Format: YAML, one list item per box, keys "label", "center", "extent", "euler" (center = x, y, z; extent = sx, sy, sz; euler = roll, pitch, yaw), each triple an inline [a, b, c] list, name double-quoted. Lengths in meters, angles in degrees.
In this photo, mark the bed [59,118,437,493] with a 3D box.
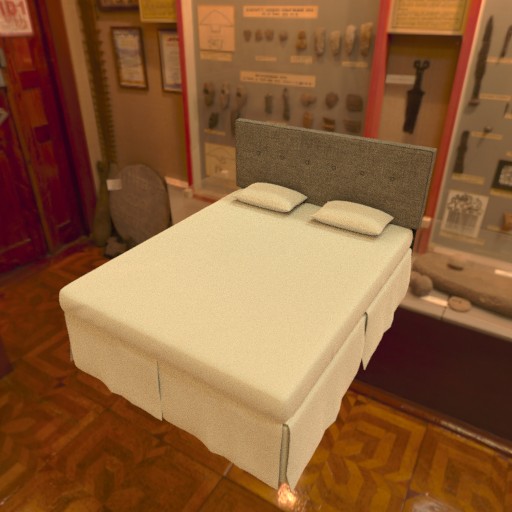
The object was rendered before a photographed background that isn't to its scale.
- label: "bed"
  center: [0.000, 0.000, 2.861]
  extent: [1.621, 1.168, 1.958]
  euler: [18, 35, 28]
